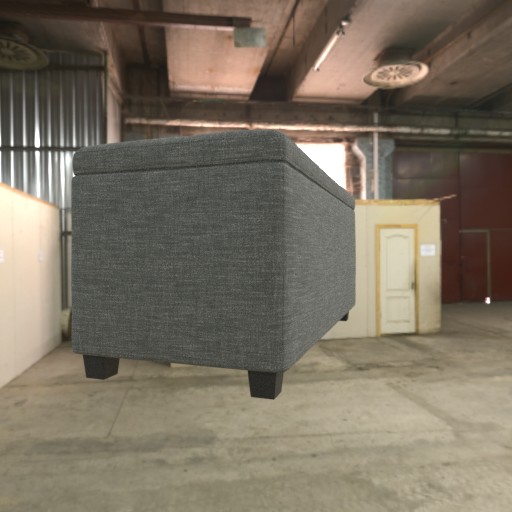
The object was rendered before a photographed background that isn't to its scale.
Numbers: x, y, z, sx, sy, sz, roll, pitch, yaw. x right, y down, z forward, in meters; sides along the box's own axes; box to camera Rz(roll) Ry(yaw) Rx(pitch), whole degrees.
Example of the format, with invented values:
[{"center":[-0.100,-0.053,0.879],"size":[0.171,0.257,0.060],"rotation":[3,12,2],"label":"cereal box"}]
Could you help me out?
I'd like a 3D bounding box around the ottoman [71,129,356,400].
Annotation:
[{"center":[0.000,0.000,1.135],"size":[0.419,0.432,0.902],"rotation":[0,1,19],"label":"ottoman"}]
